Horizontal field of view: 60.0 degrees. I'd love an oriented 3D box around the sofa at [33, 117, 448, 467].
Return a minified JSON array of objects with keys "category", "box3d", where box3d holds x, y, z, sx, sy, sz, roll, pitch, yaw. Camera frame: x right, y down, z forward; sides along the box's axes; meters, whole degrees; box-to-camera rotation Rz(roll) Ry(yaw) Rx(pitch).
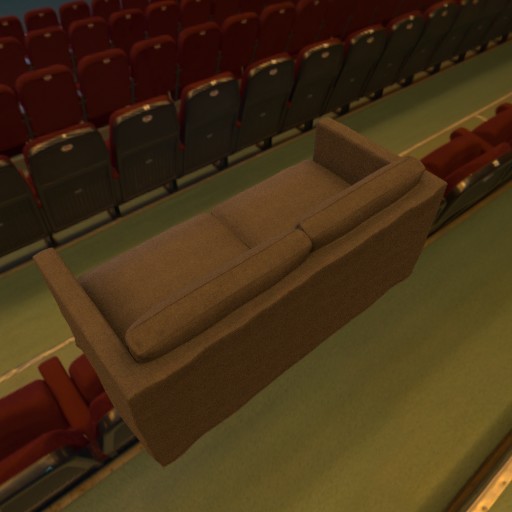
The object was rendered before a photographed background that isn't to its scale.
[{"category":"sofa","box3d":[0.000,0.000,2.432,1.982,0.855,0.953,-31,54,-26]}]
